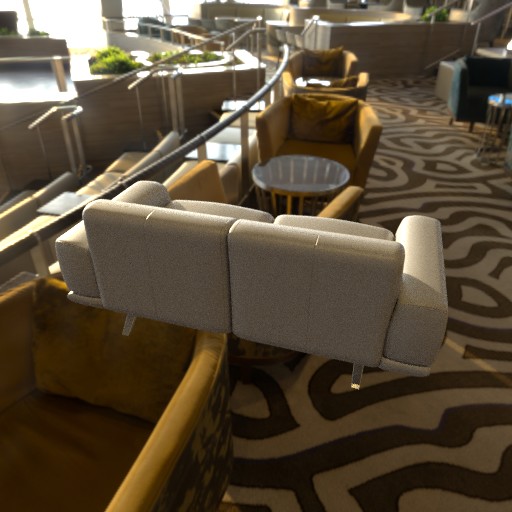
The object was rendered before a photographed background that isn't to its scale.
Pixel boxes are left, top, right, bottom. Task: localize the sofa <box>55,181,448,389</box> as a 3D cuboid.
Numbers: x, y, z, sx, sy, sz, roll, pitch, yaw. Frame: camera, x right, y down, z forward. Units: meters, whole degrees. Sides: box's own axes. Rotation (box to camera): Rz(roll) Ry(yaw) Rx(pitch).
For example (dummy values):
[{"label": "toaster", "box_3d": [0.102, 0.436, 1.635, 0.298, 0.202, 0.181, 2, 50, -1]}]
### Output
[{"label": "sofa", "box_3d": [0.000, 0.000, 2.436, 1.901, 0.772, 0.900, 9, 33, 15]}]
